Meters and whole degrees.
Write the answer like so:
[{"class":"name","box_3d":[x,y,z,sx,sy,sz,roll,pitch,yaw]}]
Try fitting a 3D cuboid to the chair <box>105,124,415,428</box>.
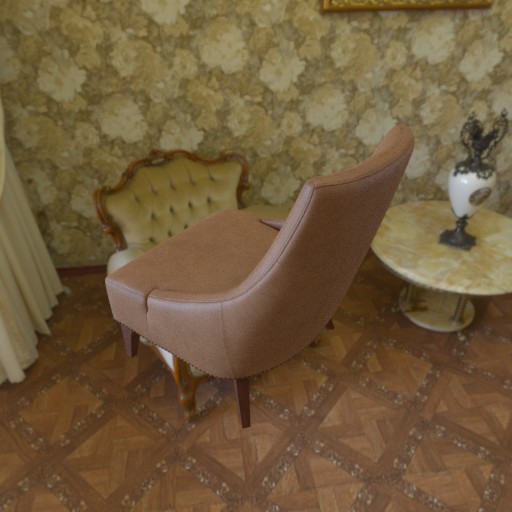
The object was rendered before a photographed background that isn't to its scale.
[{"class":"chair","box_3d":[0.000,0.000,1.530,0.861,0.909,0.701,22,38,30]}]
